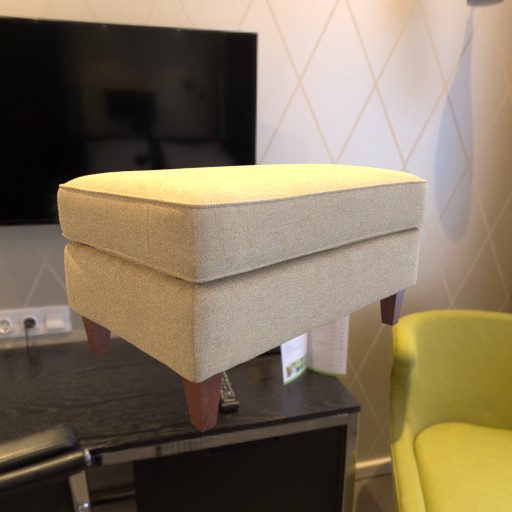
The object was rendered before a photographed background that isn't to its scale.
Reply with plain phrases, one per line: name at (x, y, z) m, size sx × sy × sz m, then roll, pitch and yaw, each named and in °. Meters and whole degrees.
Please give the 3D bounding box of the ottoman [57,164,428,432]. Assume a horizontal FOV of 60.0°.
ottoman at (0.000, 0.000, 1.226) m, size 0.862 × 0.484 × 0.583 m, roll -14°, pitch 20°, yaw -43°
